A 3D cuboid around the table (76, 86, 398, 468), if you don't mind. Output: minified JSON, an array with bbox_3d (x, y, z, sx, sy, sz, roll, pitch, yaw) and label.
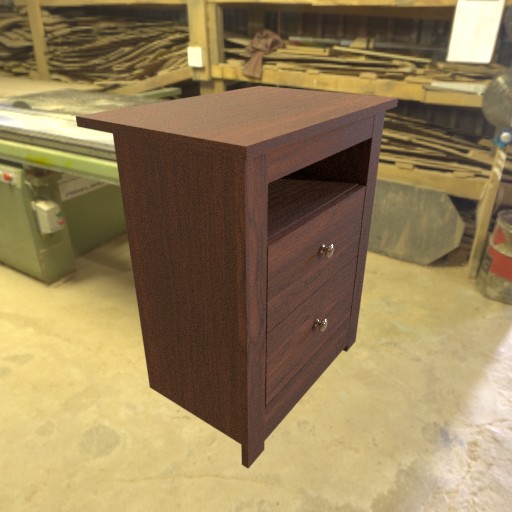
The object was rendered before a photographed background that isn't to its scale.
[{"bbox_3d":[0.000,0.000,1.097,0.406,0.711,0.589,19,33,32],"label":"table"}]
